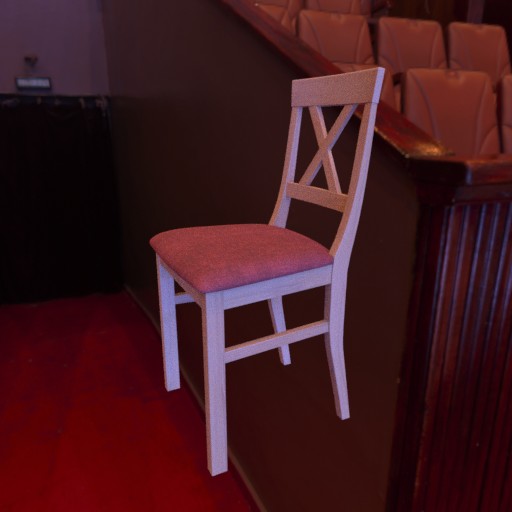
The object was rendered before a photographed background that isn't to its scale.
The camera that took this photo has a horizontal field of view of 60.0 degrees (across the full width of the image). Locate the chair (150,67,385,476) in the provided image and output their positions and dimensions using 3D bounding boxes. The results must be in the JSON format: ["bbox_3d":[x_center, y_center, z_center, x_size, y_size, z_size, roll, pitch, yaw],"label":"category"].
[{"bbox_3d":[0.000,0.000,1.174,0.492,0.912,0.439,-8,19,-25],"label":"chair"}]
